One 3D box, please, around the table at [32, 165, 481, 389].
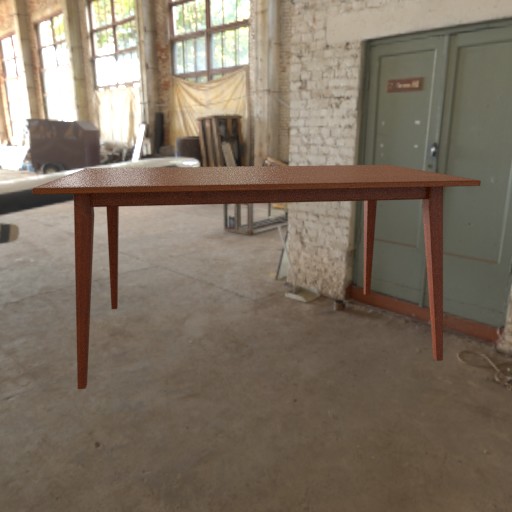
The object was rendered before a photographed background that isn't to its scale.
[{"bbox_3d":[0.000,0.000,2.056,1.609,0.755,0.811,-2,16,-8],"label":"table"}]
